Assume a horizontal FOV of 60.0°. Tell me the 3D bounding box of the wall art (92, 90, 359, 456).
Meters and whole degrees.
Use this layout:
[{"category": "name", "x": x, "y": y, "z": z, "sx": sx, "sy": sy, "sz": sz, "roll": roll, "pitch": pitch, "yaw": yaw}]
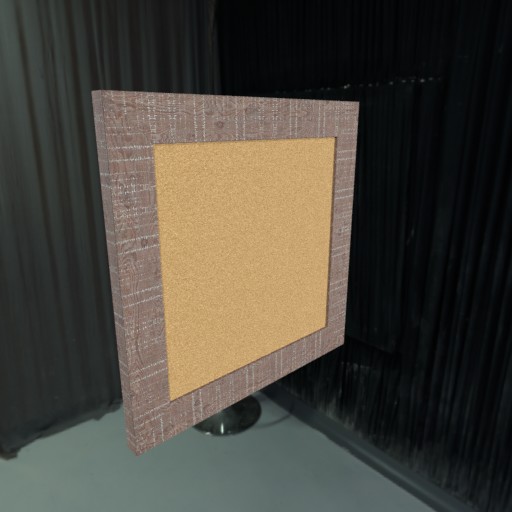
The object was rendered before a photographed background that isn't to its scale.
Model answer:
[{"category": "wall art", "x": 0.000, "y": 0.000, "z": 0.789, "sx": 0.531, "sy": 0.531, "sz": 0.029, "roll": -15, "pitch": 23, "yaw": -41}]
